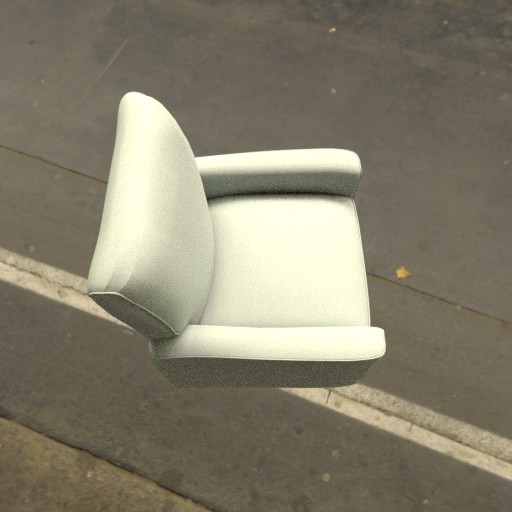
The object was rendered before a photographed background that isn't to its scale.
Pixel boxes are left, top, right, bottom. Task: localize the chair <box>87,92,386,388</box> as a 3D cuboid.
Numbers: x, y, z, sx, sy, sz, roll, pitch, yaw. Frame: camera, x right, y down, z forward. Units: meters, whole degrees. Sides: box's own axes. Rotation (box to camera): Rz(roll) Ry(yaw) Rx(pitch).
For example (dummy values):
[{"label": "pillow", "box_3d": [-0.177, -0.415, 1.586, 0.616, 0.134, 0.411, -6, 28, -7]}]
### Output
[{"label": "chair", "box_3d": [0.000, 0.000, 1.638, 0.846, 1.007, 0.853, 0, 63, 0]}]
